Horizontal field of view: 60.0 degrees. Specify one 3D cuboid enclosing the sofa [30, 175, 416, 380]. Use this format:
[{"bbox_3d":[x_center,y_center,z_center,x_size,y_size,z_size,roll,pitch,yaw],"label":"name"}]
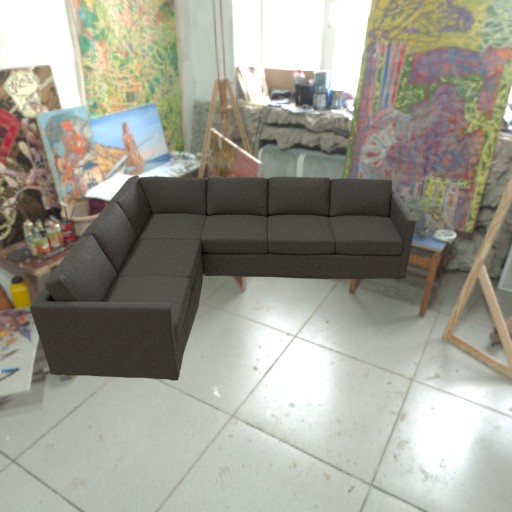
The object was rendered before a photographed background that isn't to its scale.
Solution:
[{"bbox_3d":[0.000,0.000,4.284,3.182,0.871,2.432,1,30,1],"label":"sofa"}]
